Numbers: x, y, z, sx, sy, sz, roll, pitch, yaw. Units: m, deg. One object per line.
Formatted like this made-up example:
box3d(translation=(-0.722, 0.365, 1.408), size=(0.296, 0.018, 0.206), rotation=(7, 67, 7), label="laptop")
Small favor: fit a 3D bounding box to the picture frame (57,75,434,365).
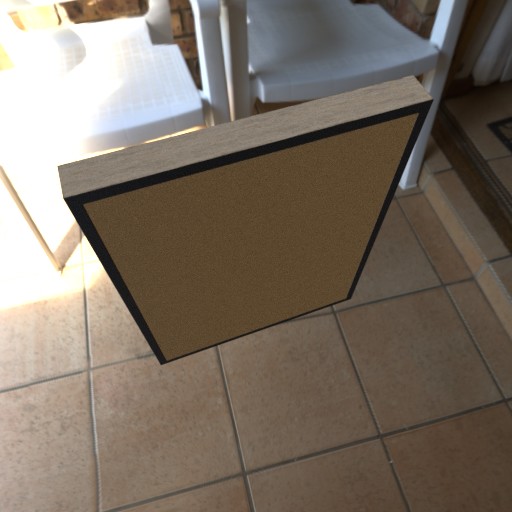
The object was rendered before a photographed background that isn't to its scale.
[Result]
box3d(translation=(0.000, 0.000, 0.709), size=(0.421, 0.526, 0.046), rotation=(-18, 60, -10), label="picture frame")
